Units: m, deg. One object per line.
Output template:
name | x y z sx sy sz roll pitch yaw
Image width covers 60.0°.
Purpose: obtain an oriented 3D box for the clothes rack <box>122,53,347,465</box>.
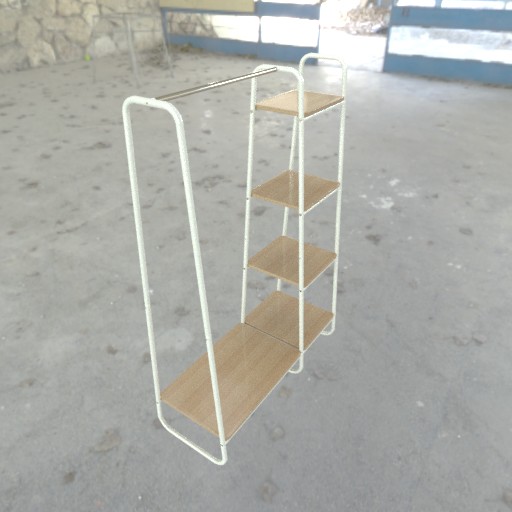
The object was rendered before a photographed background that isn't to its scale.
clothes rack | 0.000 0.000 1.922 0.400 1.500 1.011 21 38 29
